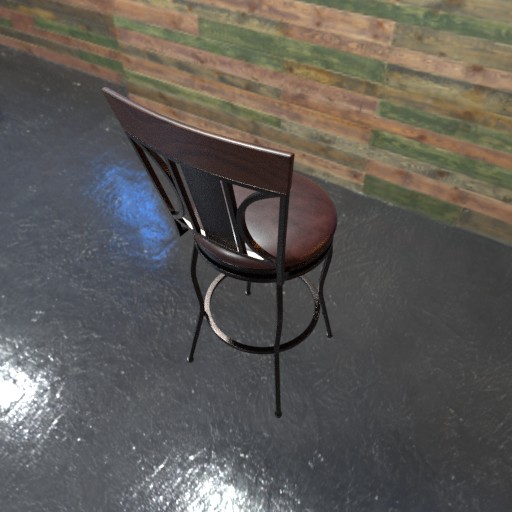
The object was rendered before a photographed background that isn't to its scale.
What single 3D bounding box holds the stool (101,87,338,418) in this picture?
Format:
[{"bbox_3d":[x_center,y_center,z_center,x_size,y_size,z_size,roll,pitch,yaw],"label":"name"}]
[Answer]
[{"bbox_3d":[0.000,0.000,1.358,0.448,1.130,0.513,25,51,23],"label":"stool"}]
